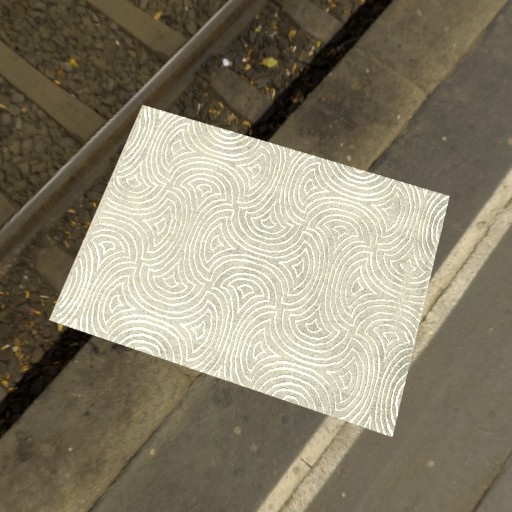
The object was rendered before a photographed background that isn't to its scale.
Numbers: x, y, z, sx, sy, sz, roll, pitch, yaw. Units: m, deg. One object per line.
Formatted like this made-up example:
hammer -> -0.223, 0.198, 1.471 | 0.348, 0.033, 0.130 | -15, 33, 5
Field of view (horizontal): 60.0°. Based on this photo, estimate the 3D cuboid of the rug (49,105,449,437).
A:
rug -> 0.000, 0.000, 2.790 | 2.144, 0.015, 1.543 | 18, 77, 4
